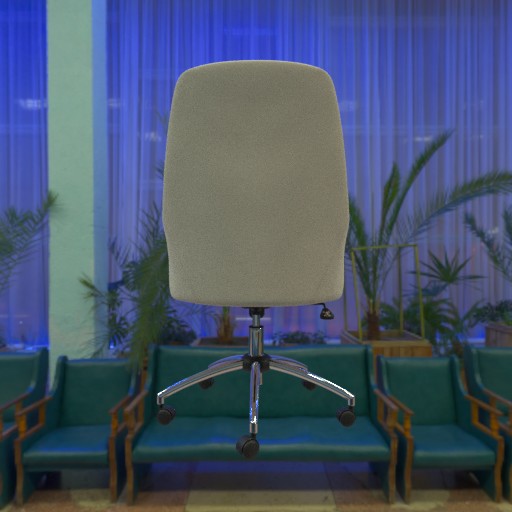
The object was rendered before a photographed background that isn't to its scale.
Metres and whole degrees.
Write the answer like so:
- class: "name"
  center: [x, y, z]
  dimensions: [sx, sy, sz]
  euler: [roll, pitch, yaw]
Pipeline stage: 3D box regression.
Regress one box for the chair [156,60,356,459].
- class: "chair"
  center: [0.000, 0.000, 1.449]
  dimensions: [0.620, 1.049, 0.640]
  euler: [0, 0, 1]
